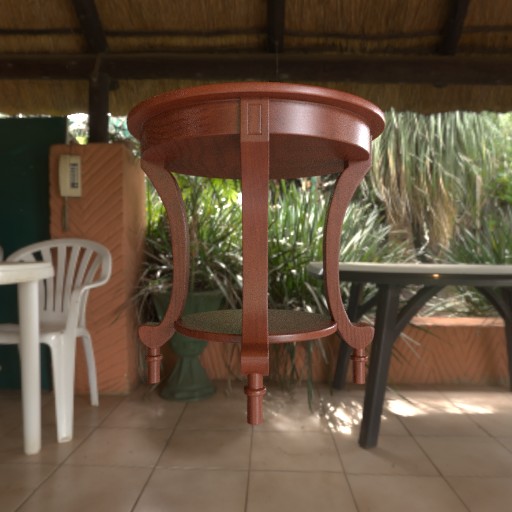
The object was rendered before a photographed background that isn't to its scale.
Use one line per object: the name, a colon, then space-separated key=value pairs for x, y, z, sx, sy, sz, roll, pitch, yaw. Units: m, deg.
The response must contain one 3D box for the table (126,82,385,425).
table: x=0.000 y=0.000 z=1.069 sx=0.597 sy=0.612 sz=0.597 roll=0 pitch=1 yaw=0
